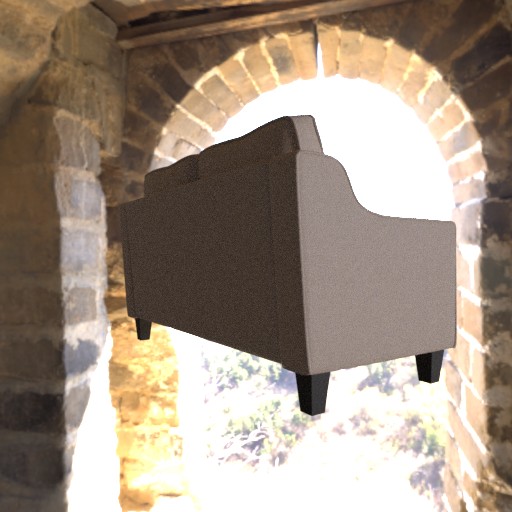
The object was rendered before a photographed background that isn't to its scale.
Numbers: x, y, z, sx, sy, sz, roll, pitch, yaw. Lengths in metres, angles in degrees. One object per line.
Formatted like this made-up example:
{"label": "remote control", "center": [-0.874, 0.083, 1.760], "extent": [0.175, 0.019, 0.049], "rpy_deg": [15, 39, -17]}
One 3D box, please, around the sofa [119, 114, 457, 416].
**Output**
{"label": "sofa", "center": [0.000, 0.000, 3.445], "extent": [1.351, 1.562, 2.587], "rpy_deg": [0, 0, -35]}
